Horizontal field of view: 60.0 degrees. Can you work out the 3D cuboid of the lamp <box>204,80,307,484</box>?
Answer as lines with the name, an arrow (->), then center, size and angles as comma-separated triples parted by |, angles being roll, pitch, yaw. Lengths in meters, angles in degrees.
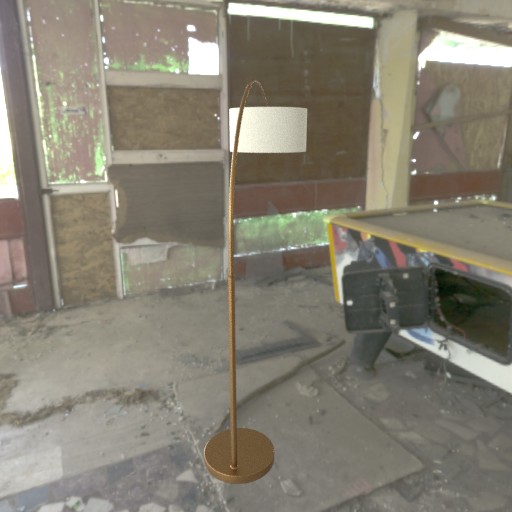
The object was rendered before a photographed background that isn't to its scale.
lamp -> 0.000, 0.000, 2.597 | 0.493, 1.927, 1.434 | 3, 16, 9
